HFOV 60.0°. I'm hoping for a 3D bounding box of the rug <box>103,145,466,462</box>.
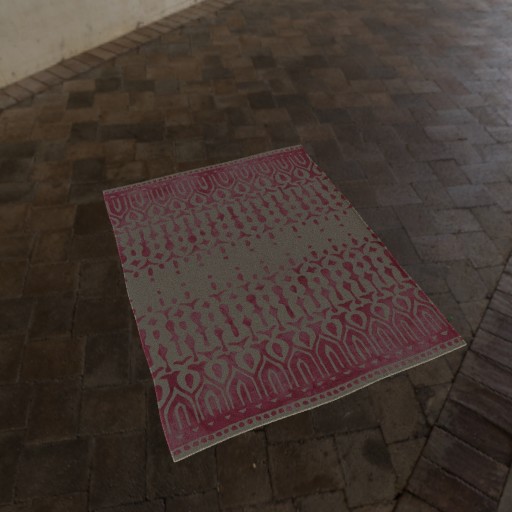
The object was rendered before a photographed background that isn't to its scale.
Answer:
[{"bbox_3d":[0.000,0.000,4.229,2.441,0.016,3.095,-16,50,-15],"label":"rug"}]
